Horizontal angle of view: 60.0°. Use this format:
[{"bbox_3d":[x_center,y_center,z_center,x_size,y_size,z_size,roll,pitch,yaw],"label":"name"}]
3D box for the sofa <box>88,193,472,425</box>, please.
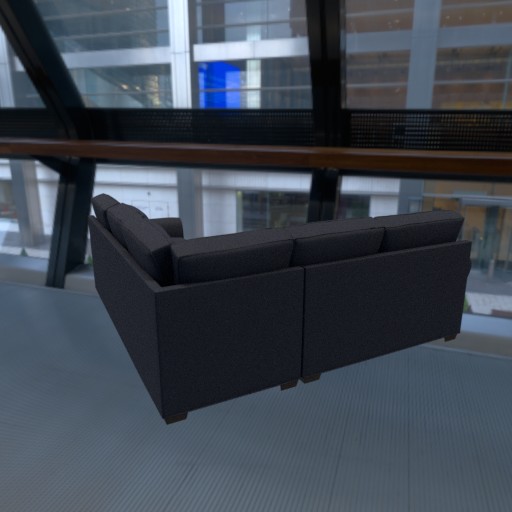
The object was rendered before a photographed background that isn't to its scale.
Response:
[{"bbox_3d":[0.000,0.000,3.948,2.487,1.042,2.562,-8,17,-26],"label":"sofa"}]
